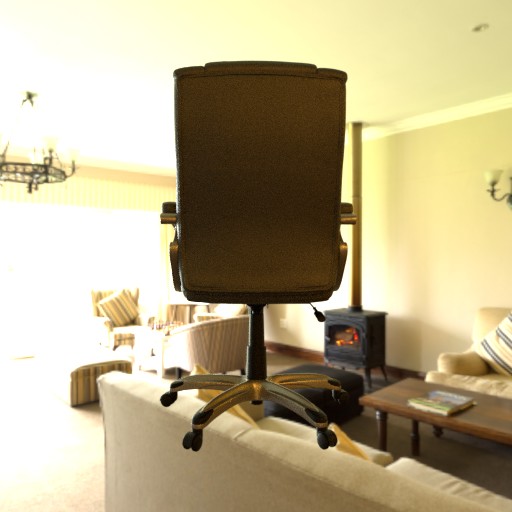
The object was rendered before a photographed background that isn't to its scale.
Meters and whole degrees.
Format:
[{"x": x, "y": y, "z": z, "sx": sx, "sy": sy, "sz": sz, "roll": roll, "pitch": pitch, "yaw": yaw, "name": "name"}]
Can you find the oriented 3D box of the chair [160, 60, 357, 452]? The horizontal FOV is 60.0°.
[{"x": 0.000, "y": 0.000, "z": 1.595, "sx": 0.721, "sy": 1.130, "sz": 0.719, "roll": 0, "pitch": 0, "yaw": -1, "name": "chair"}]
